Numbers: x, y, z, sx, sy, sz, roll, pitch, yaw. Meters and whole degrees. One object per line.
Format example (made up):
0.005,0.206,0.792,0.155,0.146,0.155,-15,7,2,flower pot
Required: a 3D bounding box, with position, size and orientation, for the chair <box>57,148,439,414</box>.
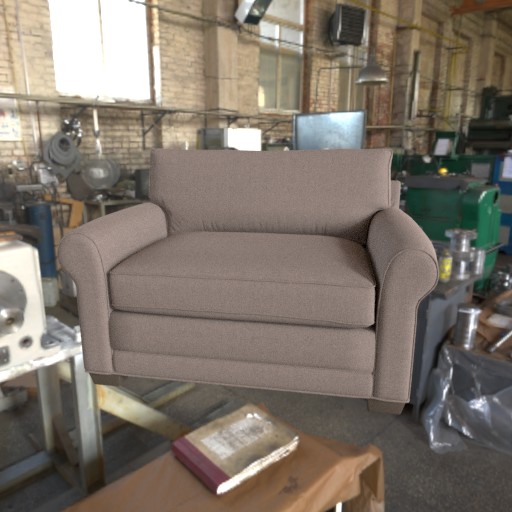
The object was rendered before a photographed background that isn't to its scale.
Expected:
0.000,0.000,1.971,1.390,0.930,0.930,2,14,10,chair
